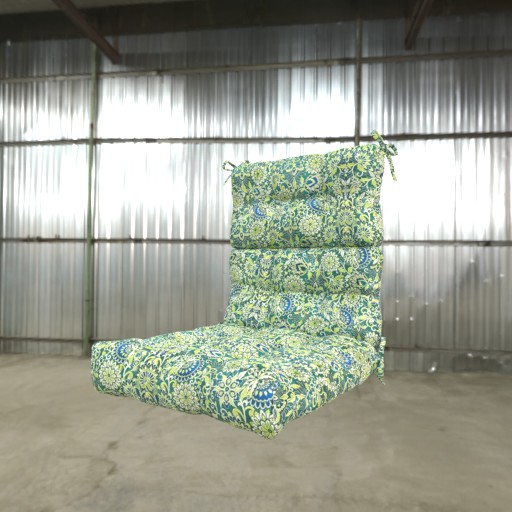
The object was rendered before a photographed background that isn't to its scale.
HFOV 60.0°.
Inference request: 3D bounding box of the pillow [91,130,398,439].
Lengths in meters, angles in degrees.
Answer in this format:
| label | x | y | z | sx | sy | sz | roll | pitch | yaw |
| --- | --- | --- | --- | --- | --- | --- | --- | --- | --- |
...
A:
| label | x | y | z | sx | sy | sz | roll | pitch | yaw |
| --- | --- | --- | --- | --- | --- | --- | --- | --- | --- |
| pillow | 0.000 | 0.000 | 1.021 | 0.519 | 0.605 | 0.571 | 0 | -1 | 36 |
